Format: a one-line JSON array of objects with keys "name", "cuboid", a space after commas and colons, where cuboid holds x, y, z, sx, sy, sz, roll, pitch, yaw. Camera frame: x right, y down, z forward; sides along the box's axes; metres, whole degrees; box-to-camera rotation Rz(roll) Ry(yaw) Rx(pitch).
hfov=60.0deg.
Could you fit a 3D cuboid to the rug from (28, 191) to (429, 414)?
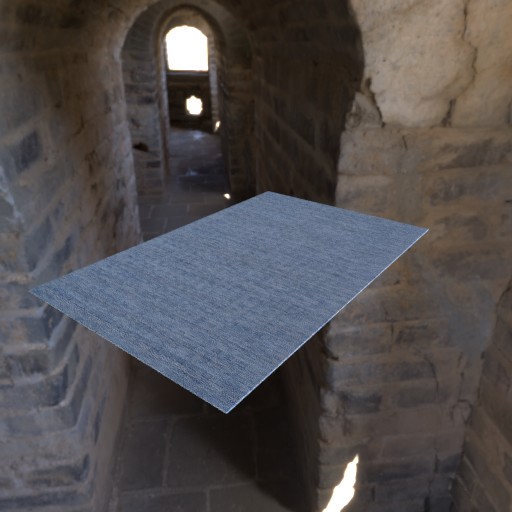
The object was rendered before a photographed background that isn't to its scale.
[{"name": "rug", "cuboid": [0.000, 0.000, 2.232, 1.142, 0.006, 1.752, 19, 32, 33]}]
